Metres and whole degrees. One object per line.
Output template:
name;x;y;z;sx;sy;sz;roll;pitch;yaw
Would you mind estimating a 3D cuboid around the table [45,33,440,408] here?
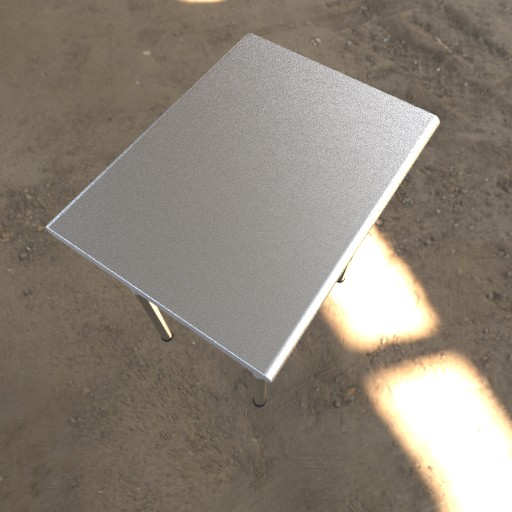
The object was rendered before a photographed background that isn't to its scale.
table;0.000;0.000;1.401;0.584;0.876;0.762;31;67;15
